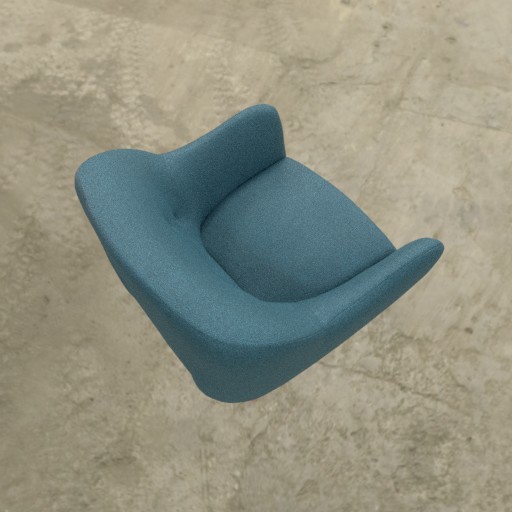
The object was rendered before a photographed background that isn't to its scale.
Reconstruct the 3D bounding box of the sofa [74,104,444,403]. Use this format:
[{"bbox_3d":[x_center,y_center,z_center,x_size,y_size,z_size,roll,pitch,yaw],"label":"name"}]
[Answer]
[{"bbox_3d":[0.000,0.000,1.474,0.825,0.817,0.836,-34,64,-20],"label":"sofa"}]
